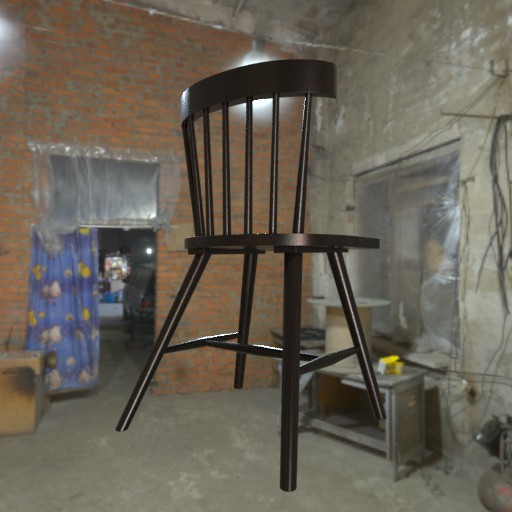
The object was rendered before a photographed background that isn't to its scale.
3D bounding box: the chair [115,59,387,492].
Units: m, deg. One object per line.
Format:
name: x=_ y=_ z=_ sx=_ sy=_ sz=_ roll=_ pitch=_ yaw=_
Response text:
chair: x=0.000 y=0.000 z=1.125 sx=0.506 sy=0.844 sz=0.483 roll=-1 pitch=-1 yaw=36
